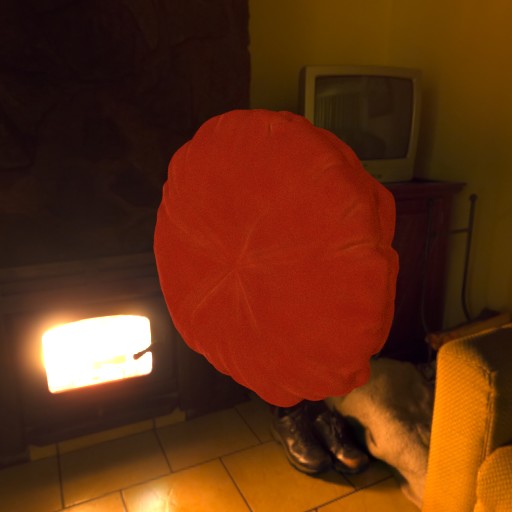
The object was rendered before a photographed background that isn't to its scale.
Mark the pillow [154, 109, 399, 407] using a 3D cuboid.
[{"bbox_3d":[0.000,0.000,0.646,0.428,0.407,0.148,13,20,42],"label":"pillow"}]
